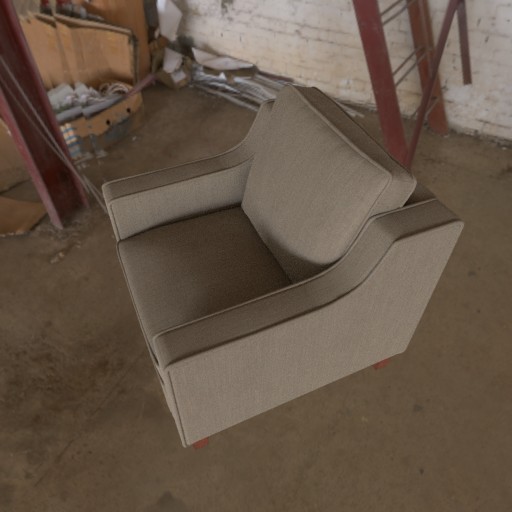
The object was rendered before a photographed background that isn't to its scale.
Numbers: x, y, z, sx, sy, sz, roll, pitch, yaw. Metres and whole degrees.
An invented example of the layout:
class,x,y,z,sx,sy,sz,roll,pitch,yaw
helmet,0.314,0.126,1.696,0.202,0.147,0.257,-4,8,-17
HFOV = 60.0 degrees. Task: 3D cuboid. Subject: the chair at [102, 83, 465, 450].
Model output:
class,x,y,z,sx,sy,sz,roll,pitch,yaw
chair,0.000,0.000,1.598,0.909,0.960,0.831,-18,49,-16
